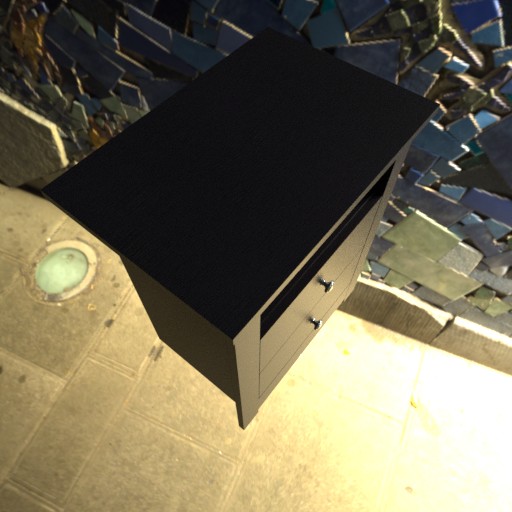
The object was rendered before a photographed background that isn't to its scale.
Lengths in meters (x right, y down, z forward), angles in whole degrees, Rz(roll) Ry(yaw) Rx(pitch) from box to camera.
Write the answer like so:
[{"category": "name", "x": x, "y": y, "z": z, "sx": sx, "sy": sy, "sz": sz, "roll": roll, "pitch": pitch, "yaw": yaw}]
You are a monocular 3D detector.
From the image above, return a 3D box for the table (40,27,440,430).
[{"category": "table", "x": 0.000, "y": 0.000, "z": 1.059, "sx": 0.408, "sy": 0.711, "sz": 0.589, "roll": 34, "pitch": 64, "yaw": 20}]
